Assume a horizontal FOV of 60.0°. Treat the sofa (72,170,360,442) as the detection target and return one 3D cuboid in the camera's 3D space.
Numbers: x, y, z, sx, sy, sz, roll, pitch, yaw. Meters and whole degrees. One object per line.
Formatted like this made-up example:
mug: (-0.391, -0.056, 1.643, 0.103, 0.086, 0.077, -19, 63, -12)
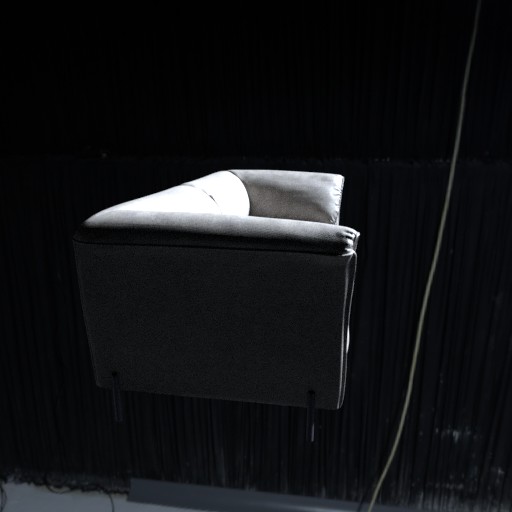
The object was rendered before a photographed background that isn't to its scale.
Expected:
sofa: (0.000, 0.000, 2.291, 0.905, 0.747, 1.878, 2, 16, 9)
